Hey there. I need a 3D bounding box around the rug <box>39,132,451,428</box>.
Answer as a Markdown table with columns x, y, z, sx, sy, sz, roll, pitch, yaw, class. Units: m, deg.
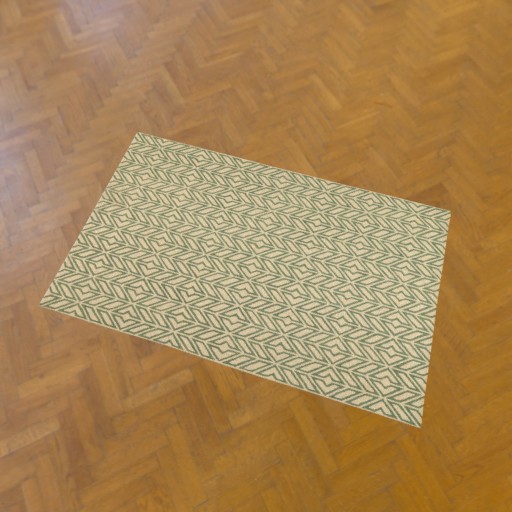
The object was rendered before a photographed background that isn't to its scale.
| x | y | z | sx | sy | sz | roll | pitch | yaw | class |
| --- | --- | --- | --- | --- | --- | --- | --- | --- | --- |
| 0.000 | 0.000 | 2.995 | 2.435 | 0.011 | 1.517 | 16 | 64 | 8 | rug |
